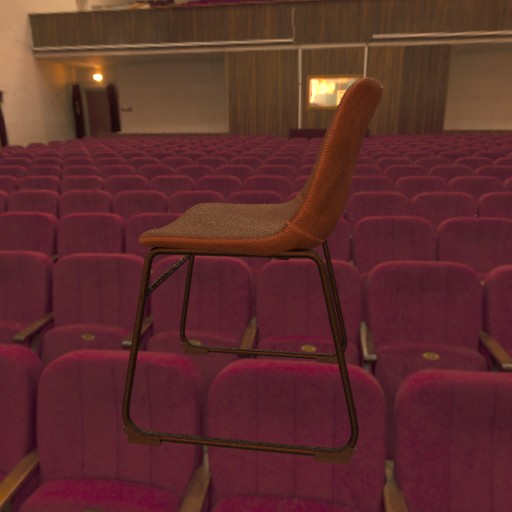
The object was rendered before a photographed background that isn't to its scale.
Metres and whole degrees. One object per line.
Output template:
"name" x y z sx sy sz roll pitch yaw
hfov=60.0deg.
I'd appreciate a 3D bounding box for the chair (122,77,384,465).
"chair" 0.000 0.000 1.091 0.551 0.780 0.460 2 15 8
